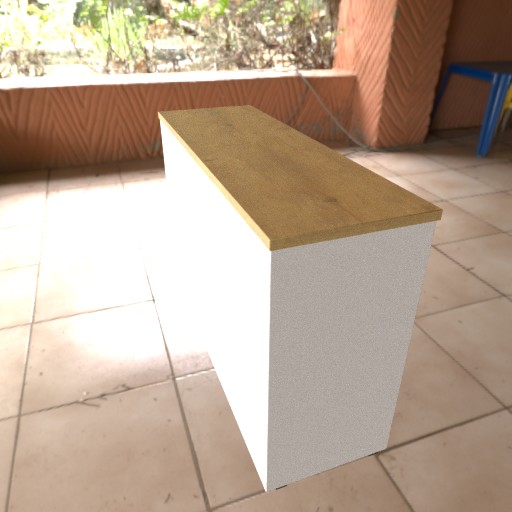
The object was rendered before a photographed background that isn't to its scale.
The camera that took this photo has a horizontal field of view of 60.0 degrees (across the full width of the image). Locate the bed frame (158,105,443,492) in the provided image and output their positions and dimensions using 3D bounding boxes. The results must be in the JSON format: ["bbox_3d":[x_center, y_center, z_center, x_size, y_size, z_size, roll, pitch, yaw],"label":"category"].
[{"bbox_3d":[0.000,0.000,1.689,0.430,0.850,1.300,-10,31,-18],"label":"bed frame"}]
